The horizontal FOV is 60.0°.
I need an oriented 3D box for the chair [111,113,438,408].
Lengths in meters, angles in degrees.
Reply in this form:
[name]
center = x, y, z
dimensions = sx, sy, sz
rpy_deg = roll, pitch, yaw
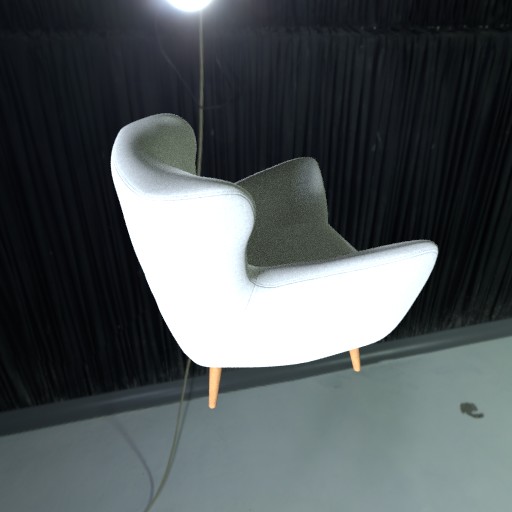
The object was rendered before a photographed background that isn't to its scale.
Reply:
[chair]
center = 0.000, 0.000, 1.608
dimensions = 0.889, 0.889, 0.890
rpy_deg = -10, 32, -17
